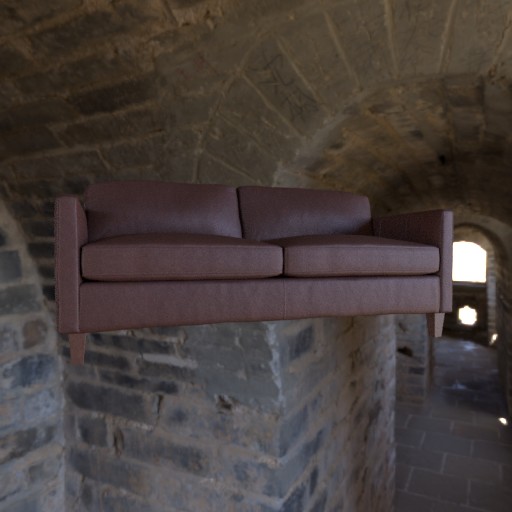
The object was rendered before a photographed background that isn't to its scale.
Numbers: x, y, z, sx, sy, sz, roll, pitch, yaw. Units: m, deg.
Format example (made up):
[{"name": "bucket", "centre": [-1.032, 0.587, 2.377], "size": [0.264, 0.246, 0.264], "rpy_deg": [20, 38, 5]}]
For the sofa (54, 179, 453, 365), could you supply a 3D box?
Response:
[{"name": "sofa", "centre": [0.000, 0.000, 2.445], "size": [1.971, 0.863, 0.923], "rpy_deg": [0, 1, -19]}]
